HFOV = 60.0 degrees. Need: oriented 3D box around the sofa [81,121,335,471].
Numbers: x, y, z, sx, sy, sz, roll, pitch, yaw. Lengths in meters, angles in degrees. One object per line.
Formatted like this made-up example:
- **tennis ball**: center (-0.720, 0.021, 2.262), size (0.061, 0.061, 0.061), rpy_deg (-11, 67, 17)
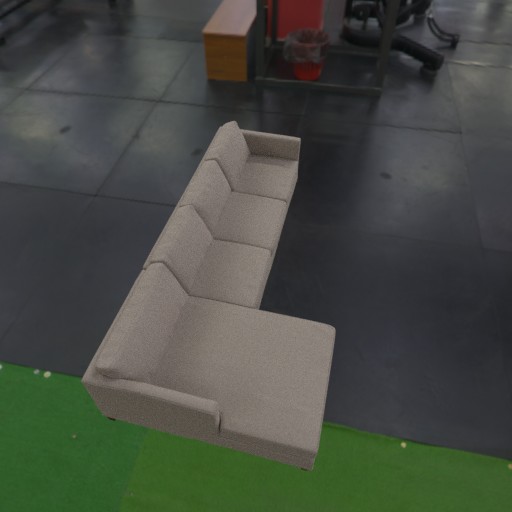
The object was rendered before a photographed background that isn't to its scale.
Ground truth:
- **sofa**: center (0.000, 0.000, 4.011), size (1.625, 0.846, 3.186), rpy_deg (10, 49, 9)
